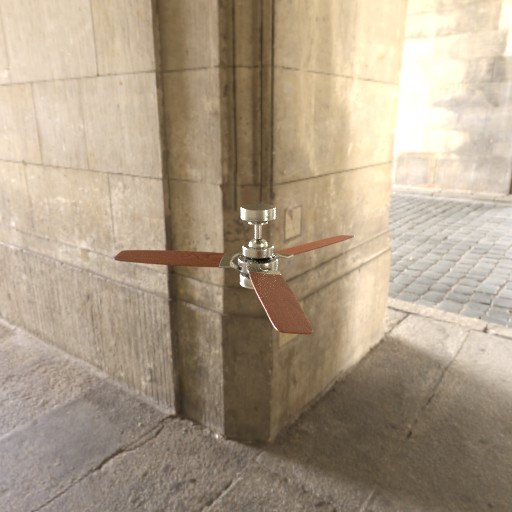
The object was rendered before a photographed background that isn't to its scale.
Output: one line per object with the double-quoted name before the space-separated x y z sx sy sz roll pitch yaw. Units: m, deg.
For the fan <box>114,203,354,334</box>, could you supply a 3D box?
"fan" 0.000 0.000 2.098 1.416 0.410 1.271 -3 18 -9
